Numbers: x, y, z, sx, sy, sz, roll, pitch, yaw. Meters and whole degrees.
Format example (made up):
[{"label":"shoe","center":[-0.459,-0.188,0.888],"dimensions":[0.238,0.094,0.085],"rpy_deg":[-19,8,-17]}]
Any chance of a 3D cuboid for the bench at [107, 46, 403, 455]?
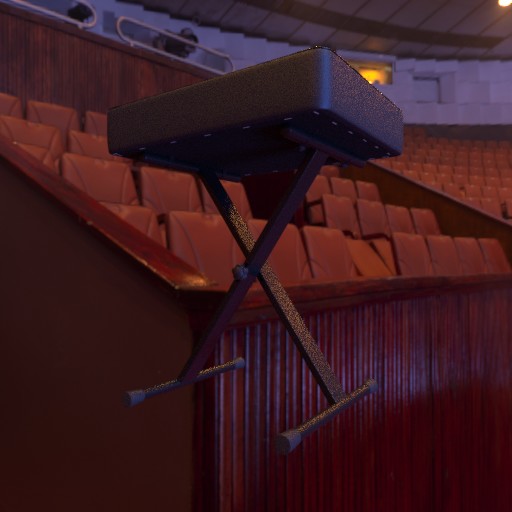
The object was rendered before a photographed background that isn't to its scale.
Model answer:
[{"label":"bench","center":[0.000,0.000,0.772],"dimensions":[0.424,0.500,0.321],"rpy_deg":[0,0,35]}]
